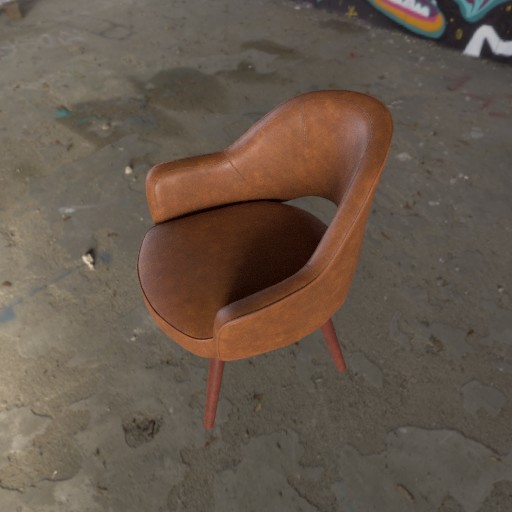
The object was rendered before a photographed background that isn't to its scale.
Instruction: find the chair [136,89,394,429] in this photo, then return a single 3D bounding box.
[{"bbox_3d":[0.000,0.000,1.224,0.640,0.777,0.591,-18,48,-17],"label":"chair"}]
